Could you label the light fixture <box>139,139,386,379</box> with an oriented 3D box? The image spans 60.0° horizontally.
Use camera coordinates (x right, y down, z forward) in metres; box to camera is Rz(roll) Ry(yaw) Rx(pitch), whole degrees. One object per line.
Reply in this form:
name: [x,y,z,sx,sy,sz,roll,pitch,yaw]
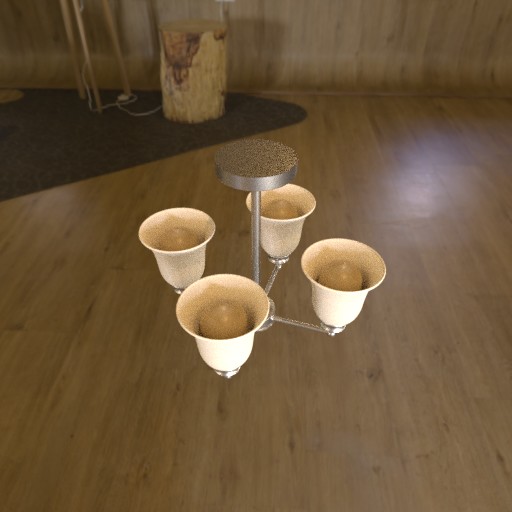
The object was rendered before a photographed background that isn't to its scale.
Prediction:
light fixture: [0.000,0.000,0.759,0.427,0.370,0.427,12,41,15]
